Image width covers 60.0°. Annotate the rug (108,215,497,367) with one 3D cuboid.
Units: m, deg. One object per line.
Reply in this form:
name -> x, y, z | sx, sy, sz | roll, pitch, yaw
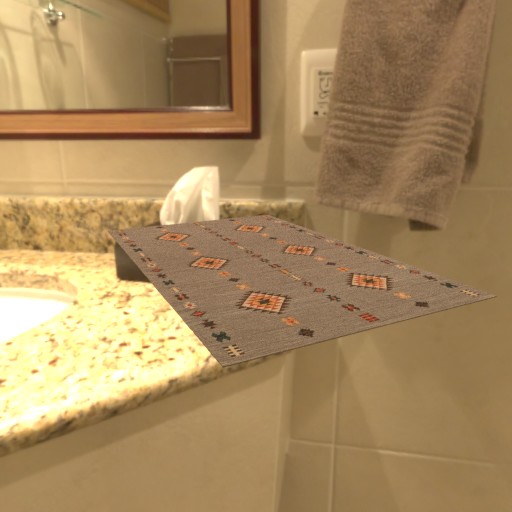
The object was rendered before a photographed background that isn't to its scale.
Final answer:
rug -> 0.000, 0.000, 2.962 | 1.515, 0.007, 2.427 | -8, 18, -26
